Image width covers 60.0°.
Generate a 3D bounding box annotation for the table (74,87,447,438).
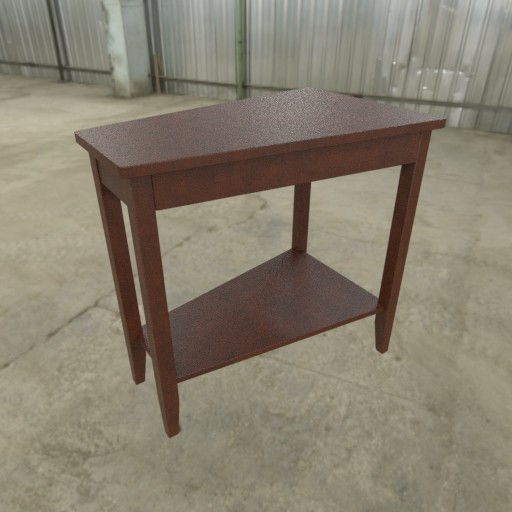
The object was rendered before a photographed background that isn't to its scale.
[{"bbox_3d":[0.000,0.000,0.974,0.605,0.589,0.399,-20,36,-30],"label":"table"}]
